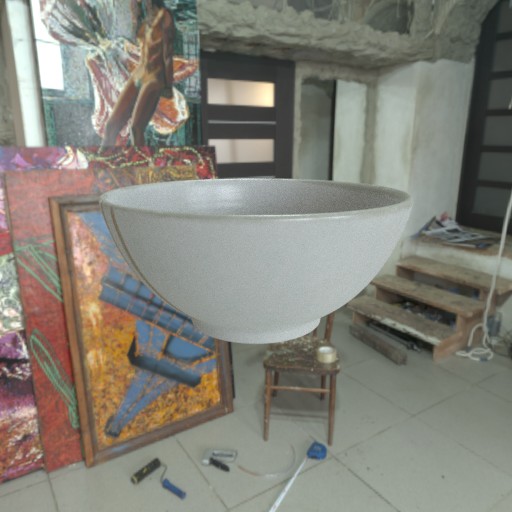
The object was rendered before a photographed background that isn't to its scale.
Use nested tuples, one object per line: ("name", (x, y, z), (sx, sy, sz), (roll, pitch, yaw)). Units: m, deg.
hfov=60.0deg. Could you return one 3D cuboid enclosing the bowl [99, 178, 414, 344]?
("bowl", (0.000, 0.000, 0.413), (0.268, 0.121, 0.268), (0, 15, 0))
